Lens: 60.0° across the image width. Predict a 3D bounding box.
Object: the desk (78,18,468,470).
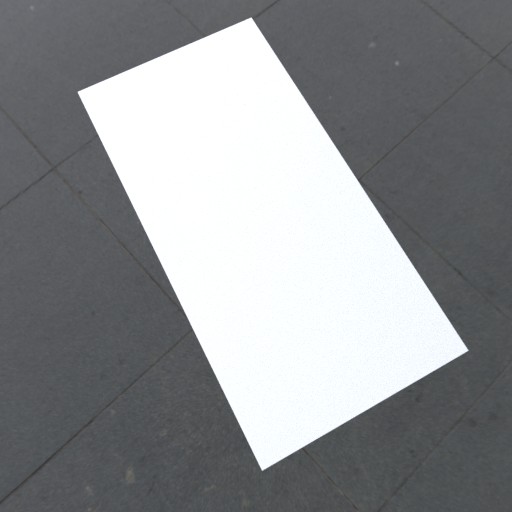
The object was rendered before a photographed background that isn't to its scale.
[{"bbox_3d":[0.000,0.000,1.397,0.497,0.762,0.990,-27,75,-8],"label":"desk"}]
